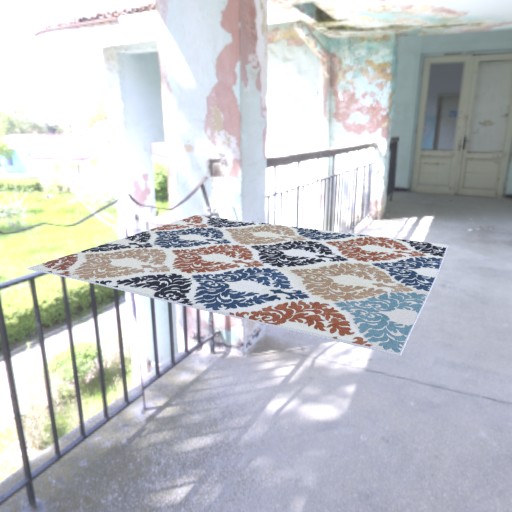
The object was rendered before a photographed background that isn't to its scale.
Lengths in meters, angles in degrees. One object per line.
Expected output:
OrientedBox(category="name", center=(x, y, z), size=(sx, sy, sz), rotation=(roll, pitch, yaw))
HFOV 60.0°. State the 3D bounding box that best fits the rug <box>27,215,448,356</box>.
OrientedBox(category="rug", center=(0.000, 0.000, 4.032), size=(3.040, 0.014, 2.423), rotation=(9, 19, 27))
